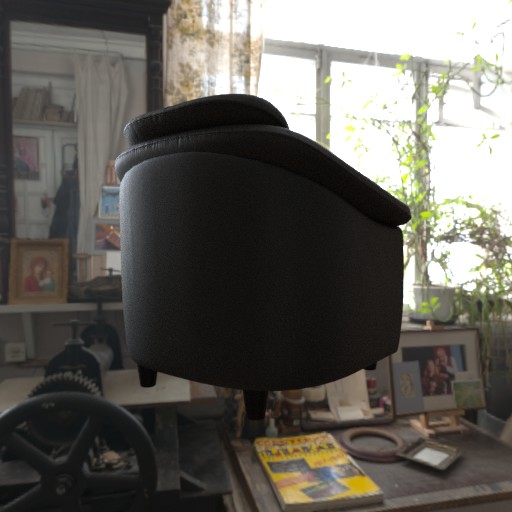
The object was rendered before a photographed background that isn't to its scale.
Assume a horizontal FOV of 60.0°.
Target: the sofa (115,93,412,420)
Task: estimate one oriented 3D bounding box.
[{"bbox_3d":[0.000,0.000,1.475,0.870,0.811,0.794,1,1,38],"label":"sofa"}]
